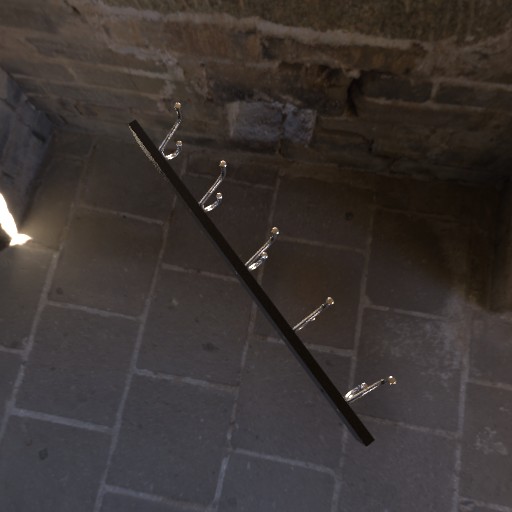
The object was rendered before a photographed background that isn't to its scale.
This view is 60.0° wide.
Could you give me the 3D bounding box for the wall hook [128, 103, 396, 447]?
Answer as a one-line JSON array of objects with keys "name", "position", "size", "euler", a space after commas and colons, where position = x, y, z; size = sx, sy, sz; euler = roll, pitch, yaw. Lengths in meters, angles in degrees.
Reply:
[{"name": "wall hook", "position": [0.000, 0.000, 0.629], "size": [0.071, 0.117, 0.571], "euler": [-35, 78, -9]}]
